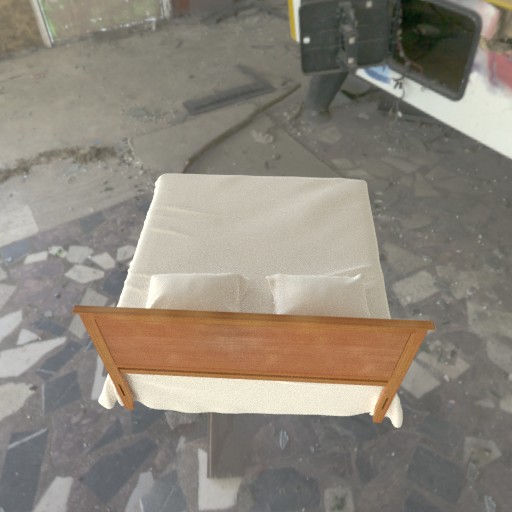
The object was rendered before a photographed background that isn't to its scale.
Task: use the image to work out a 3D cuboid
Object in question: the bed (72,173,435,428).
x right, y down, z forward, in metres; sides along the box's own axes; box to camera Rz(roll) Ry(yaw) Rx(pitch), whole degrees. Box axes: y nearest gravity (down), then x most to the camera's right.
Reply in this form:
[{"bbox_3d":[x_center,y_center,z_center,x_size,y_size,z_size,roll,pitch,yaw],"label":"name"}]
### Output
[{"bbox_3d":[0.000,0.000,3.629,2.317,1.270,2.215,2,47,2],"label":"bed"}]
